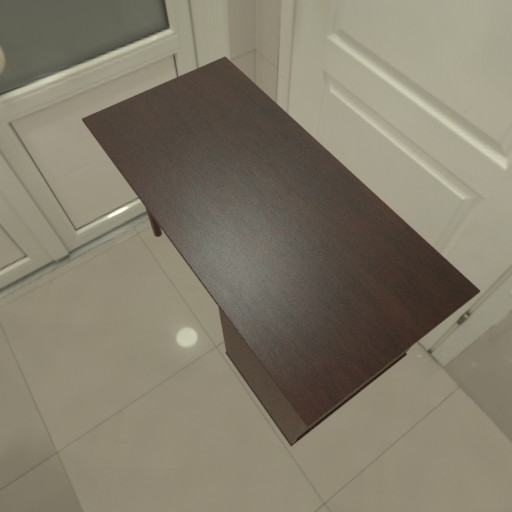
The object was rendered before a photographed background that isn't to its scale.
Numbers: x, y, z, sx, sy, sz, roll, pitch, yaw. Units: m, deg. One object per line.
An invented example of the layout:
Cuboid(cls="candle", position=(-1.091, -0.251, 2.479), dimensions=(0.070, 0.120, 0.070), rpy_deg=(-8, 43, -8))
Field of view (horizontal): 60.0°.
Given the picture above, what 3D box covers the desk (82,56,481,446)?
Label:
Cuboid(cls="desk", position=(0.000, 0.000, 1.723), dimensions=(0.612, 0.758, 1.277), rpy_deg=(-31, 64, -17))
